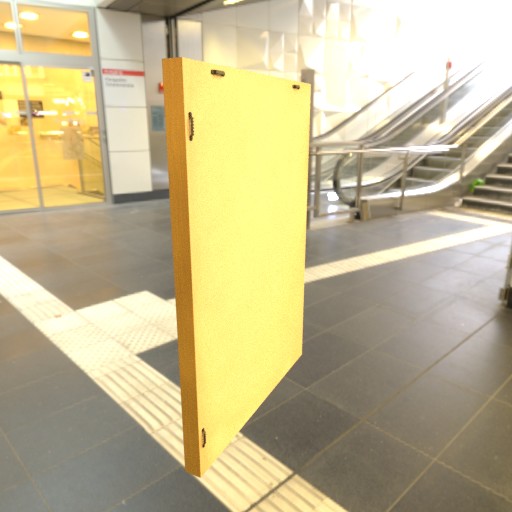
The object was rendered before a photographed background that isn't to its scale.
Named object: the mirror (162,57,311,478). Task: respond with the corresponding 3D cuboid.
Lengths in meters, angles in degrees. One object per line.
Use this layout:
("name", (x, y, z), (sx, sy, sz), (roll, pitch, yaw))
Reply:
("mirror", (0.000, 0.000, 0.933), (0.040, 0.710, 0.507), (8, 19, 26))
